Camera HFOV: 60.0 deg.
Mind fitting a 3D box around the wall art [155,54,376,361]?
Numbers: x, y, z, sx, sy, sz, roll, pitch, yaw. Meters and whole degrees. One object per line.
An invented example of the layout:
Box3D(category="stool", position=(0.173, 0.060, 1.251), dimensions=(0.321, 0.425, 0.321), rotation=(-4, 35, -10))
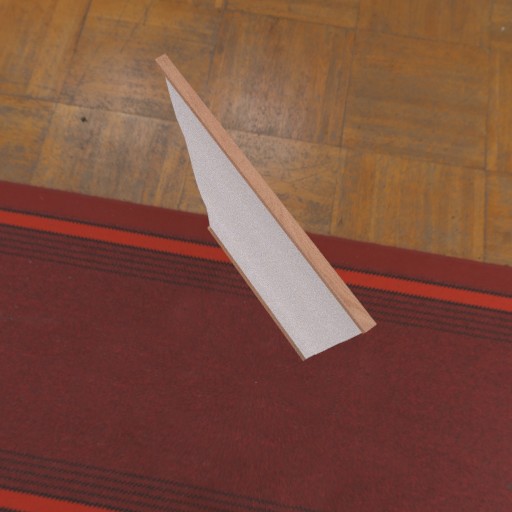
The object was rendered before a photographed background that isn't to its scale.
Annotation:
Box3D(category="wall art", position=(0.000, 0.000, 0.651), dimensions=(0.012, 0.508, 0.332), rotation=(-34, 77, -9))
